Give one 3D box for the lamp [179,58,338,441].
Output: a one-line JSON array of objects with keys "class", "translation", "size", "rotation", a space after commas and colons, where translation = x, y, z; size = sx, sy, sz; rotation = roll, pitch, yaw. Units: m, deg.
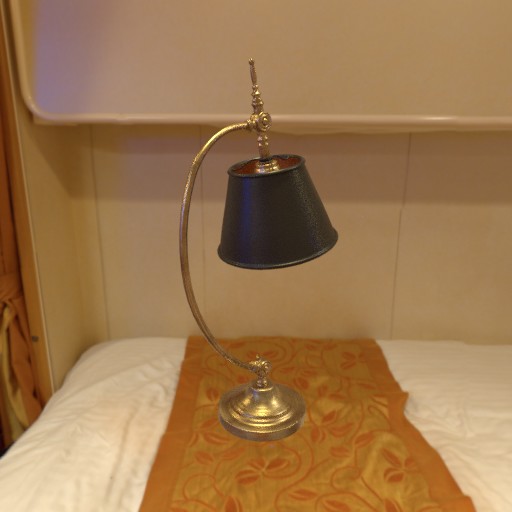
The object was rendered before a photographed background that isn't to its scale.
[{"class": "lamp", "translation": [0.000, 0.000, 0.823], "size": [0.235, 0.675, 0.344], "rotation": [14, 21, 43]}]
